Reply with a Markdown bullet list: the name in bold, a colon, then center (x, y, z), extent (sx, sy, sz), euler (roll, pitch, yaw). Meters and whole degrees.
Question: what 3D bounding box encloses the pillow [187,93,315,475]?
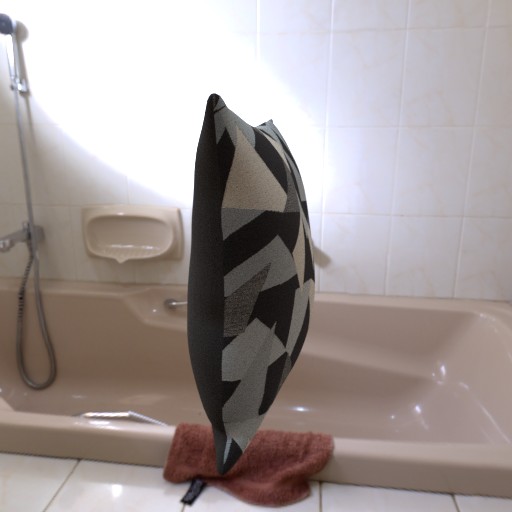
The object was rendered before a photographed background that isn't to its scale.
- **pillow**: center (0.000, 0.000, 0.778), extent (0.208, 0.496, 0.503), euler (2, 15, 9)
